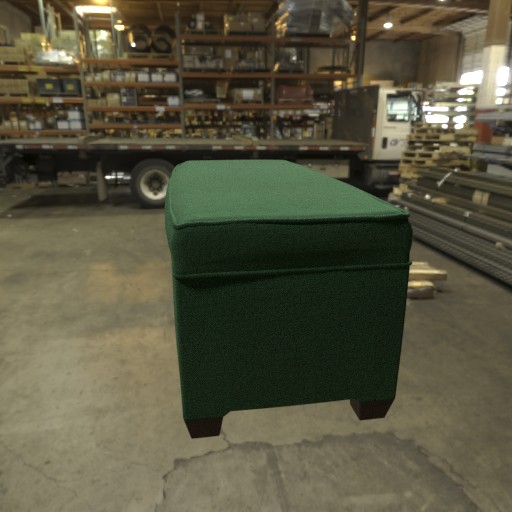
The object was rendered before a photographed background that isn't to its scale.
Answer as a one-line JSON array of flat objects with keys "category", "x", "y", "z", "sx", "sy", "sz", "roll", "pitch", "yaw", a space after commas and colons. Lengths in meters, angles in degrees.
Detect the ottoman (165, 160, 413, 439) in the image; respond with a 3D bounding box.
[{"category": "ottoman", "x": 0.000, "y": 0.000, "z": 1.262, "sx": 0.483, "sy": 0.471, "sz": 0.957, "roll": -3, "pitch": 18, "yaw": -9}]
